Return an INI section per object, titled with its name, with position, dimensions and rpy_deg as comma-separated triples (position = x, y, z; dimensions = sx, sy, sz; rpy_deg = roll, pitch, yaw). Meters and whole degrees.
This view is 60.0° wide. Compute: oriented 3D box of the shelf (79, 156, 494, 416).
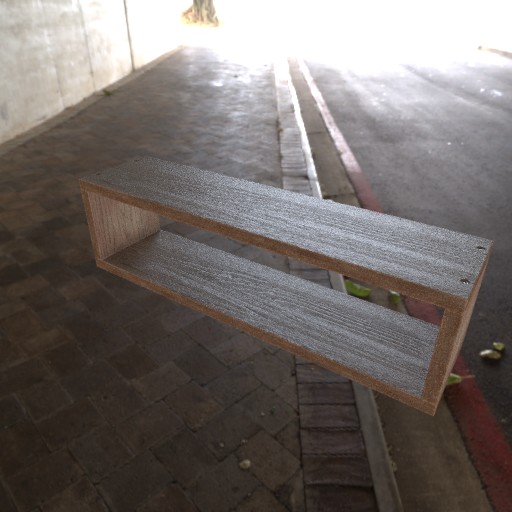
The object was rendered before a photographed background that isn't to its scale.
[shelf]
position = 0.000, 0.000, 0.685
dimensions = 0.610, 0.170, 0.150
rpy_deg = 19, 35, 29
